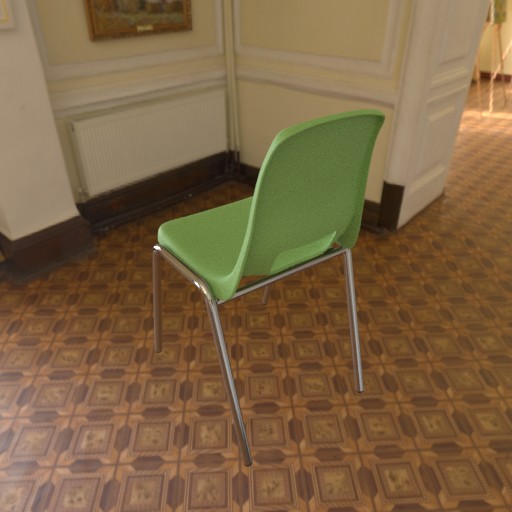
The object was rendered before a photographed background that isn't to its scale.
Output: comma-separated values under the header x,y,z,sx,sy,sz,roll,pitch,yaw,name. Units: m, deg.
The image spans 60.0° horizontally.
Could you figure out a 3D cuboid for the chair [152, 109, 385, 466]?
x,y,z,sx,sy,sz,roll,pitch,yaw,name
0.000,0.000,0.975,0.381,0.704,0.436,-21,38,-29,chair
